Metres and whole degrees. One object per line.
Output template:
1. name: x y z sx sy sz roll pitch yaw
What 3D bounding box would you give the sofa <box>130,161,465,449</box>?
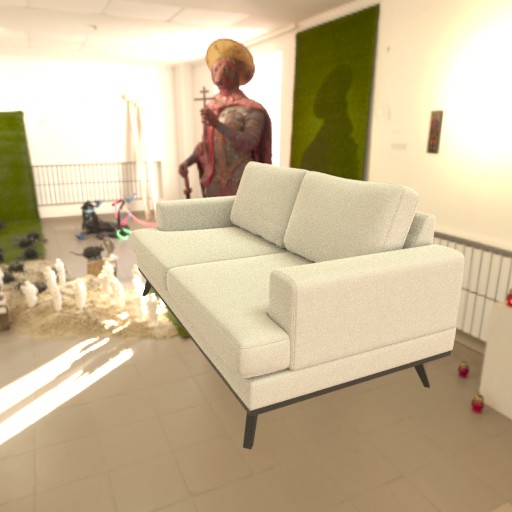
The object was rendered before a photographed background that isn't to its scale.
1. sofa: 0.000 0.000 2.175 0.920 0.810 1.650 -8 18 -25
